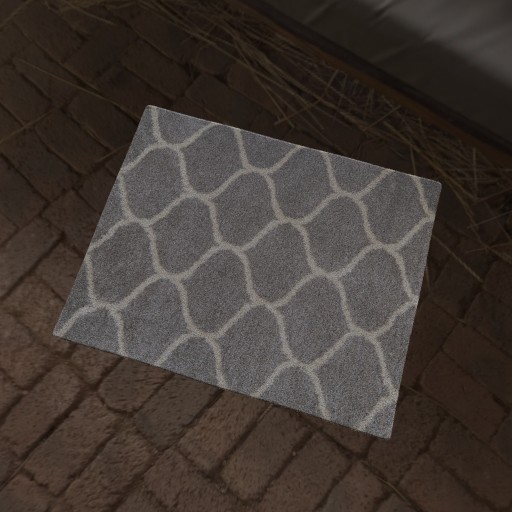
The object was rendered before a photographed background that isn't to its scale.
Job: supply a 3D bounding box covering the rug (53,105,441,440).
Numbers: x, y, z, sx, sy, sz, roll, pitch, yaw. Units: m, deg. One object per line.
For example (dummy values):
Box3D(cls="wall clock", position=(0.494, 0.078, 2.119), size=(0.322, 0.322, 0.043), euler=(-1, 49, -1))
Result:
Box3D(cls="rug", position=(0.000, 0.000, 4.051), size=(3.000, 0.026, 2.399), euler=(16, 76, 4))
